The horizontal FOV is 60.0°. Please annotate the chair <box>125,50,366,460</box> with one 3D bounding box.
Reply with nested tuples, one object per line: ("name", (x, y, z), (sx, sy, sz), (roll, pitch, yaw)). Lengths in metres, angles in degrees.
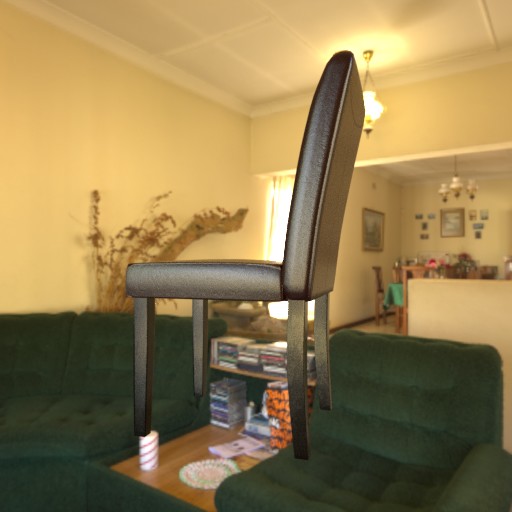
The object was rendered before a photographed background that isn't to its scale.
("chair", (0.000, 0.000, 1.198), (0.556, 0.897, 0.399), (0, -1, 18))
